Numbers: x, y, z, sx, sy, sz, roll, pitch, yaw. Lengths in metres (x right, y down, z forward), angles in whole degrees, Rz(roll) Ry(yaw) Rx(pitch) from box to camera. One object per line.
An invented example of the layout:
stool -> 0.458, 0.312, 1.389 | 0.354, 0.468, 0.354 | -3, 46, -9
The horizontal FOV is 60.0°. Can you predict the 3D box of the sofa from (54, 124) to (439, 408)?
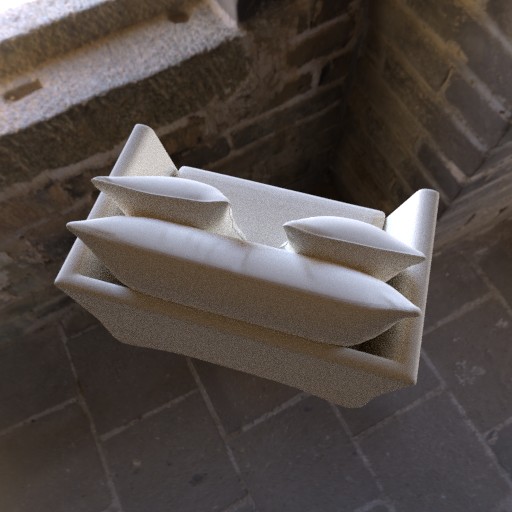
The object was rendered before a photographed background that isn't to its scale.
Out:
sofa -> 0.000, 0.000, 2.255 | 1.608, 1.039, 1.026 | 14, 65, 7
